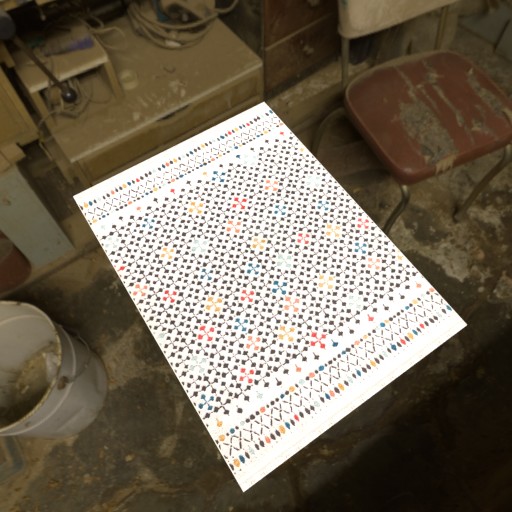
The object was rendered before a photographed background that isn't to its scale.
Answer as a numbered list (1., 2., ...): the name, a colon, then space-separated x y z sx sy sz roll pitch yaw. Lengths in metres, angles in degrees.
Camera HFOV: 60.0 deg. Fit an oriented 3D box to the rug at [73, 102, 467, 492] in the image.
1. rug: 0.000 0.000 4.216 2.354 0.007 3.196 -31 67 -14
